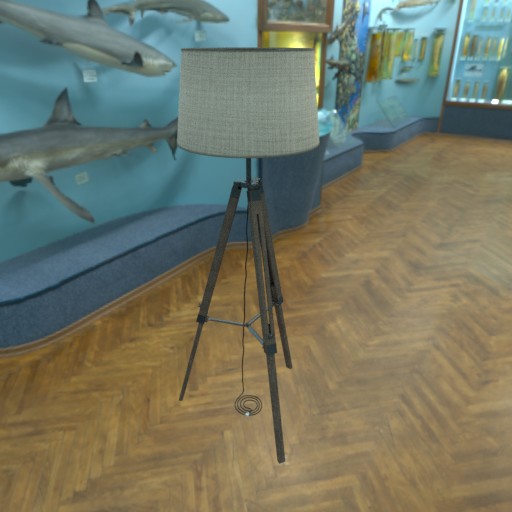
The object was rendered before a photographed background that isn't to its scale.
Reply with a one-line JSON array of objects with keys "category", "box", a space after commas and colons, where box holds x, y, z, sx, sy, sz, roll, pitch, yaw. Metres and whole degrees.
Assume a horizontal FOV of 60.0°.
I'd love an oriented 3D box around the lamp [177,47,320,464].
[{"category": "lamp", "box": [0.000, 0.000, 1.779, 0.604, 1.510, 0.587, 18, 31, 32]}]
